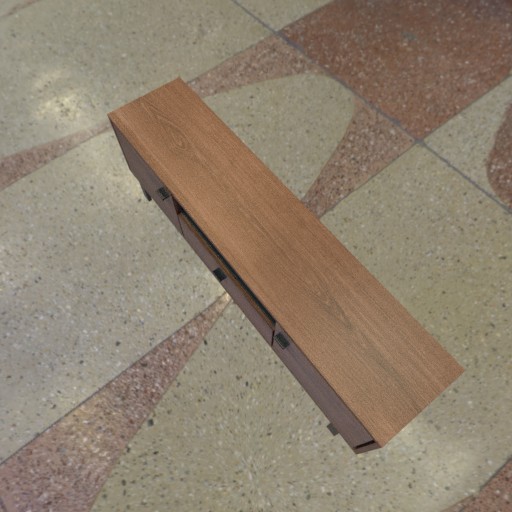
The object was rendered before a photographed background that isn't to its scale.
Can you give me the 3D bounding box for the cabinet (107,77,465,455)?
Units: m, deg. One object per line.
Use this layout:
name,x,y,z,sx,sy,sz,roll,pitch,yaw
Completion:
cabinet,0.000,0.000,1.863,0.400,0.500,1.650,-34,68,-16
